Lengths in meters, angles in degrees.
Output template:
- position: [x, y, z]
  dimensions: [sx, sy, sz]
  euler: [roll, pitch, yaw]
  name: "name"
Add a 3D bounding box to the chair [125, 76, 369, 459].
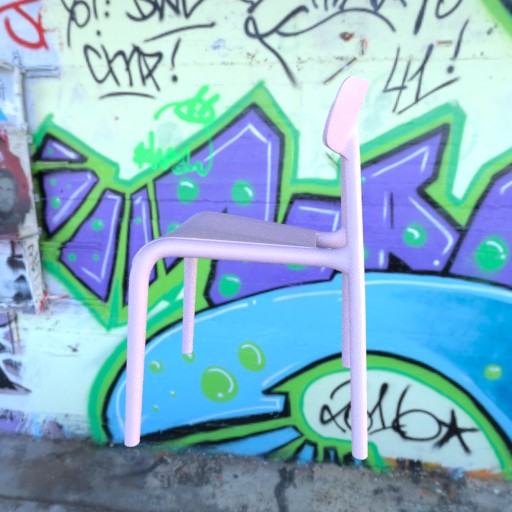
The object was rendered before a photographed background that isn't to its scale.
- position: [0.000, 0.000, 0.809]
  dimensions: [0.401, 0.580, 0.356]
  euler: [2, 15, 7]
  name: "chair"
